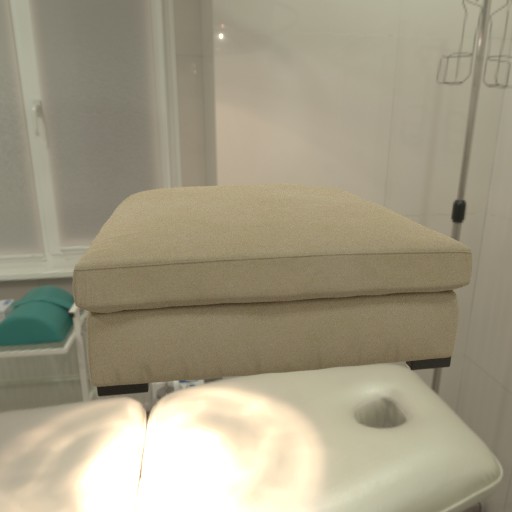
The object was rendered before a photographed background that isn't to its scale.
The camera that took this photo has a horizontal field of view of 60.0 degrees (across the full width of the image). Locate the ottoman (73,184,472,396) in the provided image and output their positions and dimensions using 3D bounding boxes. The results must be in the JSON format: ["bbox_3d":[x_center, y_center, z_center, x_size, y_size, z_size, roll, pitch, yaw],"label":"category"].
[{"bbox_3d":[0.000,0.000,1.864,1.205,0.522,1.190,-3,17,-9],"label":"ottoman"}]
